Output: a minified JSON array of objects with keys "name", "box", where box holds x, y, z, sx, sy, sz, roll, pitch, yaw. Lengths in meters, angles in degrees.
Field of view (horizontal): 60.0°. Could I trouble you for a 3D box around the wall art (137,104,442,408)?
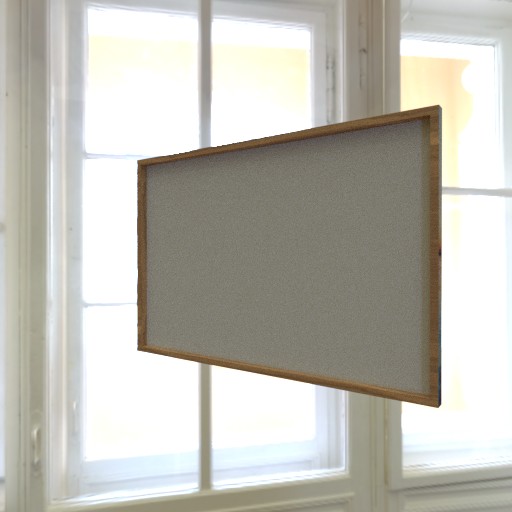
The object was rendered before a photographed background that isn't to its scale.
[{"name":"wall art","box":[0.000,0.000,1.444,1.137,0.756,0.034,0,0,35]}]
